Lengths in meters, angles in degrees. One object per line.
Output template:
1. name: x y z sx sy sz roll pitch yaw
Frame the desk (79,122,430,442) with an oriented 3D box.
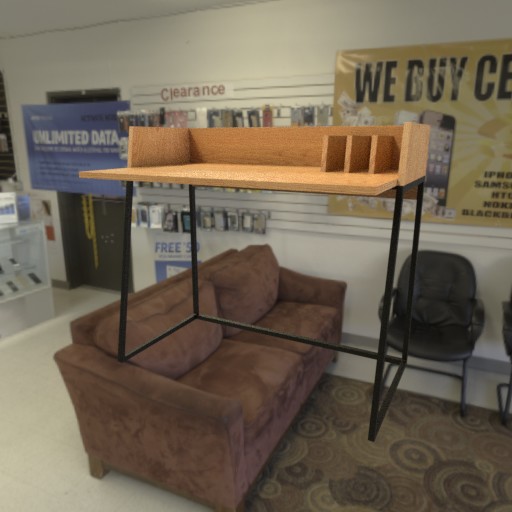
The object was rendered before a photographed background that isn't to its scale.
1. desk: 0.000 0.000 1.873 1.191 1.061 0.769 8 17 27
